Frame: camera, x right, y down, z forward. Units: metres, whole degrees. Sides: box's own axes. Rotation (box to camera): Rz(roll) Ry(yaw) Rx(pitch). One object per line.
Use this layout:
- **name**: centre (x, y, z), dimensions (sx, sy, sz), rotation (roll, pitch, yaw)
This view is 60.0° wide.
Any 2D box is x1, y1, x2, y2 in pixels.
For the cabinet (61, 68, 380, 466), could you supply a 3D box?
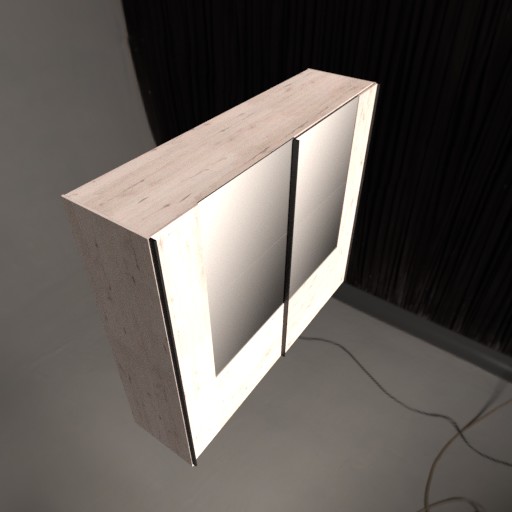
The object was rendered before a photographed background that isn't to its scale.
- **cabinet**: centre (0.000, 0.000, 3.581), dimensions (0.660, 2.180, 2.500), rotation (24, 46, 26)
